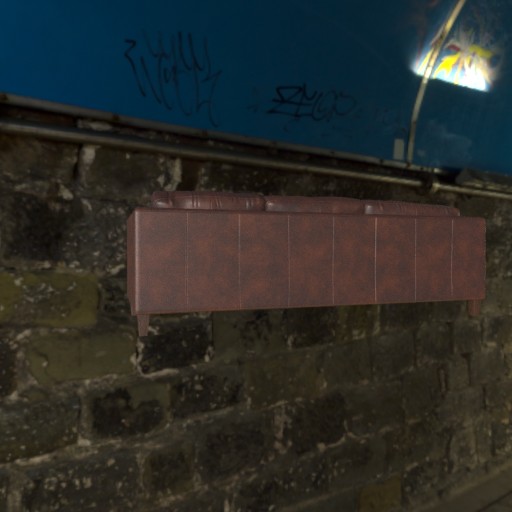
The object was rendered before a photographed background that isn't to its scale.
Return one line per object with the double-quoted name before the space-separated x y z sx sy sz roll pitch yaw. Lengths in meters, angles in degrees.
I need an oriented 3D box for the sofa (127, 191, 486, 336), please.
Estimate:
"sofa" 0.000 0.000 4.262 2.438 0.836 3.152 0 1 -19
